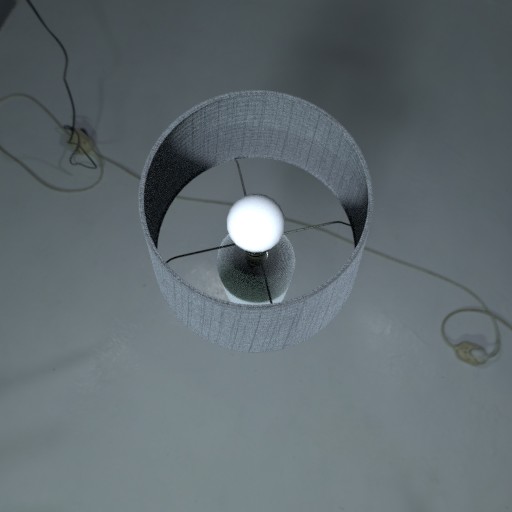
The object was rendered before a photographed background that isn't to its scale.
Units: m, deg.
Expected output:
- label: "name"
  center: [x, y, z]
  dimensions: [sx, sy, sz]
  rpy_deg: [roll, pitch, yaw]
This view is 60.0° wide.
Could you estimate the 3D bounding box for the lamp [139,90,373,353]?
- label: "lamp"
  center: [0.000, 0.000, 0.582]
  dimensions: [0.251, 0.429, 0.251]
  rpy_deg: [0, 76, 0]
